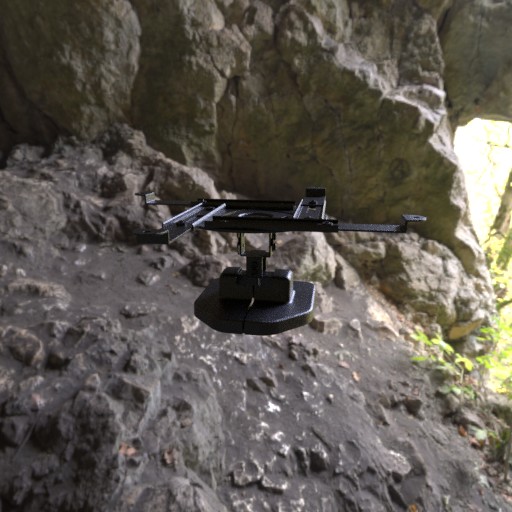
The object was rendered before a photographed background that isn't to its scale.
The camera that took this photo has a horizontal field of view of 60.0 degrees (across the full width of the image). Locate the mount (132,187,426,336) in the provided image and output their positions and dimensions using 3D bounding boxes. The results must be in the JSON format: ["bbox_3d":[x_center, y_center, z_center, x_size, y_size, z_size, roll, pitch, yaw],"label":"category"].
[{"bbox_3d":[0.000,0.000,0.591,0.394,0.141,0.394,3,16,9],"label":"mount"}]
